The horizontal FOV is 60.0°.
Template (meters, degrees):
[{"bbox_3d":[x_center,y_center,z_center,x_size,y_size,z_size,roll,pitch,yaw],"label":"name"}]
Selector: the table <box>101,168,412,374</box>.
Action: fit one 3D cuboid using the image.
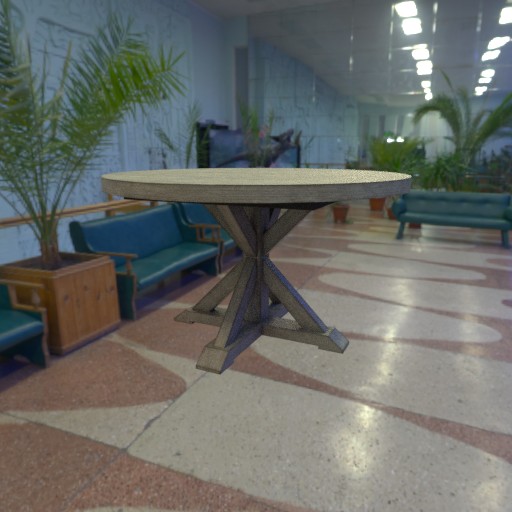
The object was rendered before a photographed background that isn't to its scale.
[{"bbox_3d":[0.000,0.000,2.137,1.363,0.781,1.363,0,13,0],"label":"table"}]
